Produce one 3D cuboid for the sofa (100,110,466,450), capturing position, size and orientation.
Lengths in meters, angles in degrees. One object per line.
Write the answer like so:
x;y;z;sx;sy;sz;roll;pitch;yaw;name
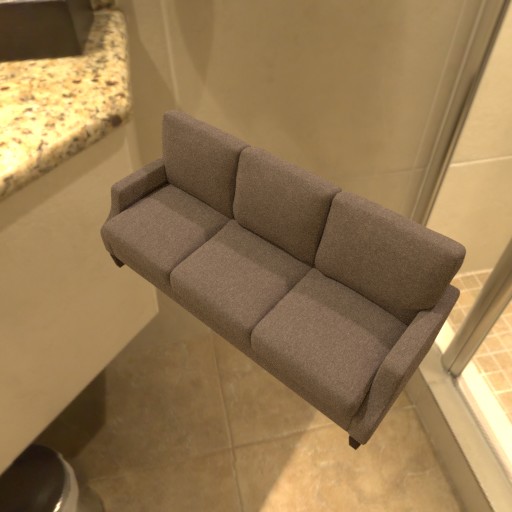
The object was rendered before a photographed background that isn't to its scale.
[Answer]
0.000;0.000;2.646;2.115;0.984;0.888;32;54;27;sofa
